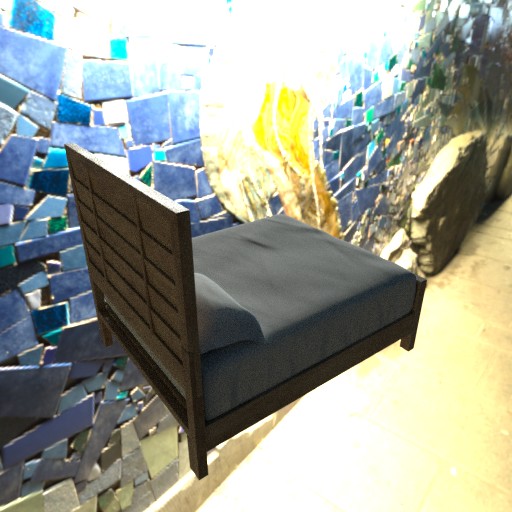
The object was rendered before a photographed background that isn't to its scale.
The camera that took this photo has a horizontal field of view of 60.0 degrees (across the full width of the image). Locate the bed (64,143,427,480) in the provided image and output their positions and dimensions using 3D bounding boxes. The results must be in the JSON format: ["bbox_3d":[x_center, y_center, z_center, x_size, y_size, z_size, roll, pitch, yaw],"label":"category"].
[{"bbox_3d":[0.000,0.000,3.288,2.017,1.631,1.615,-18,32,-32],"label":"bed"}]
